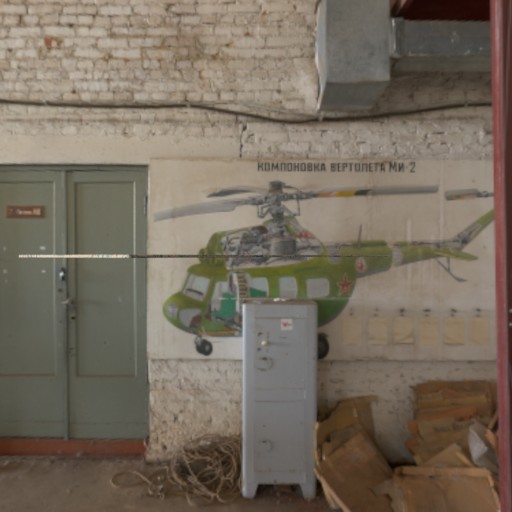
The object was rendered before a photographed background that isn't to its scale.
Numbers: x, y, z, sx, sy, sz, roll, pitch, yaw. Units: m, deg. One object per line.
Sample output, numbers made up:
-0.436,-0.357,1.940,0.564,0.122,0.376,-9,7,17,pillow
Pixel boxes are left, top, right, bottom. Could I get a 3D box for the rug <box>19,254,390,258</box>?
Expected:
0.000,0.000,2.688,0.775,0.012,2.452,0,0,37,rug
